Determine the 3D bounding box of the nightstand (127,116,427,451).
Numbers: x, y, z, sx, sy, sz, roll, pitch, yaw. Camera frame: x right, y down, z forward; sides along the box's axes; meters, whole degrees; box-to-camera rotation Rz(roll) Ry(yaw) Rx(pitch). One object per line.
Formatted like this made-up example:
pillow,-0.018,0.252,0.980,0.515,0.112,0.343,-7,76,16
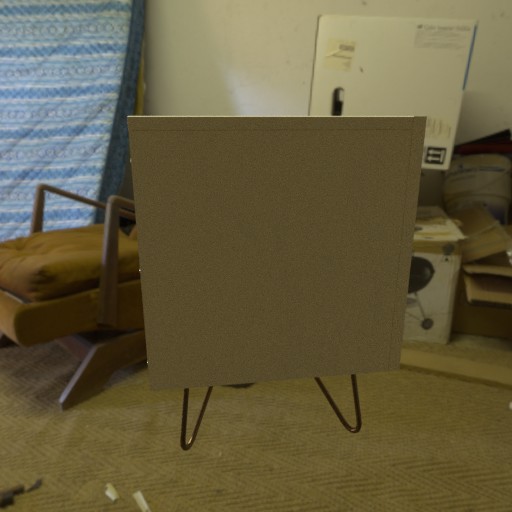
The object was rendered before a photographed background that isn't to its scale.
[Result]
nightstand,0.000,0.000,1.007,0.447,0.604,0.614,-3,18,-8
